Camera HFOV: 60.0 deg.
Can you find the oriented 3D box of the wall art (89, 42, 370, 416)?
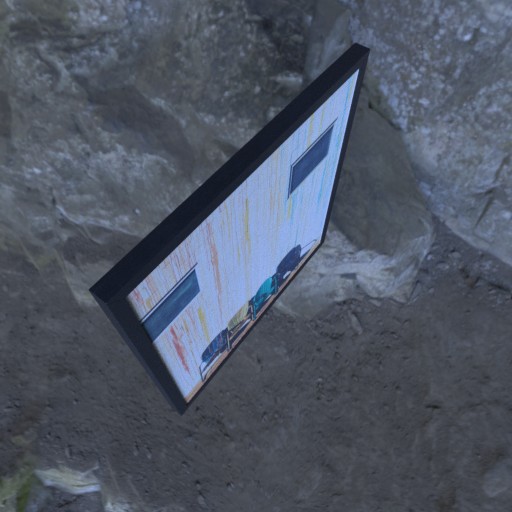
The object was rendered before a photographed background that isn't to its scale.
[{"bbox_3d":[0.000,0.000,1.130,0.039,0.763,0.763,33,64,18],"label":"wall art"}]
